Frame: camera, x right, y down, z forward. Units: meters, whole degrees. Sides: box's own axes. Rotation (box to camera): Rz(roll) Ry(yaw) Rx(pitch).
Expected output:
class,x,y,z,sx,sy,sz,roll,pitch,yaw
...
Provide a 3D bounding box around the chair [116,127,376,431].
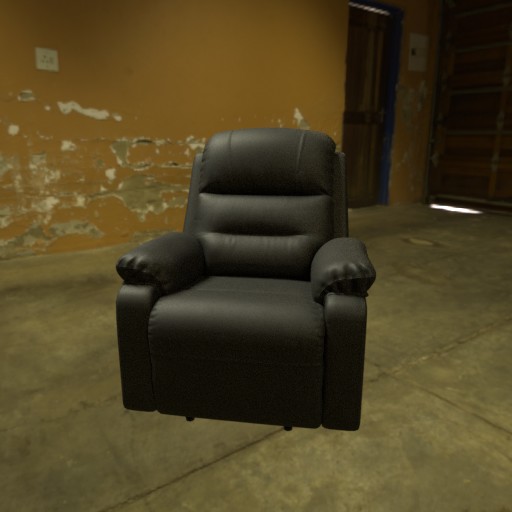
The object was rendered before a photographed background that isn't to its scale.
class,x,y,z,sx,sy,sz,roll,pitch,yaw
chair,0.000,0.000,1.736,0.855,0.992,0.919,2,14,9
